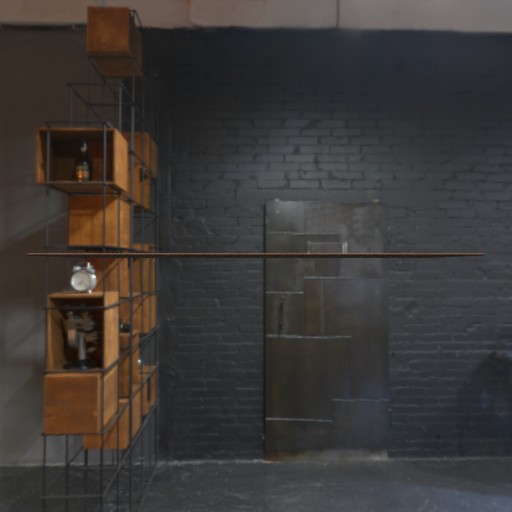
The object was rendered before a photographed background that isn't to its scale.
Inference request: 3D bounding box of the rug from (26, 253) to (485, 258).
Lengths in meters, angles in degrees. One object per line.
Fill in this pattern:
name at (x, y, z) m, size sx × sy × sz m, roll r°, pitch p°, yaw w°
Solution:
rug at (0.000, 0.000, 2.734) m, size 2.448 × 0.012 × 0.769 m, roll 0°, pitch -1°, yaw 0°
